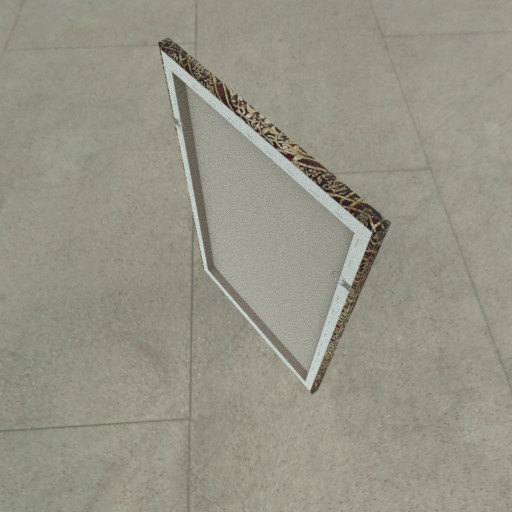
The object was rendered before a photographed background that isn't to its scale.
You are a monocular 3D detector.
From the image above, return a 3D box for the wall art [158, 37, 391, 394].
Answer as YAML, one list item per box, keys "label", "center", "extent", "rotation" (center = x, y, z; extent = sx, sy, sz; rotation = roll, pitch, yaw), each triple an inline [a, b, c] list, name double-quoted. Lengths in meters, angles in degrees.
- label: "wall art"
  center: [0.000, 0.000, 1.157]
  extent: [0.030, 0.904, 0.599]
  rotation: [-34, 64, -19]
